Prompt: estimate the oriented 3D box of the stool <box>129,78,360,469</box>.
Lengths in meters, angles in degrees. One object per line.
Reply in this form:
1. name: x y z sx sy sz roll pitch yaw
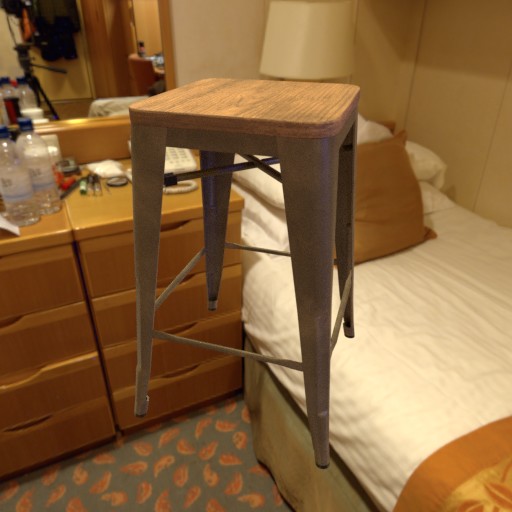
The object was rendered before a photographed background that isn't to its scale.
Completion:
1. stool: 0.000 0.000 0.877 0.407 0.607 0.407 9 31 15
